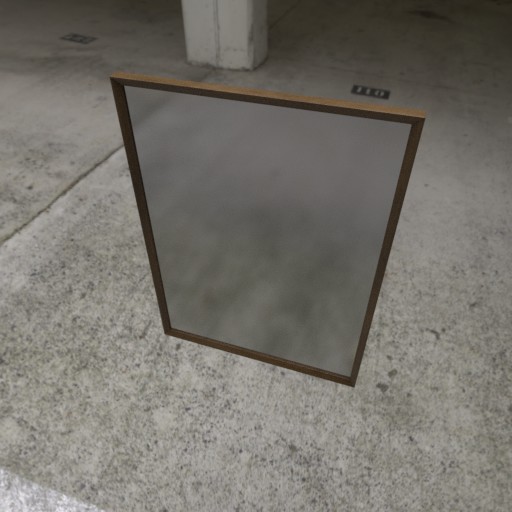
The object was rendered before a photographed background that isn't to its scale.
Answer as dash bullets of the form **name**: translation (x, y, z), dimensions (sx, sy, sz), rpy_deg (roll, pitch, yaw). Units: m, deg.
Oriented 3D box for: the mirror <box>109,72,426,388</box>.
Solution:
- **mirror**: translation (0.000, 0.000, 1.367), dimensions (0.762, 1.016, 0.041), rpy_deg (13, 43, 14)
